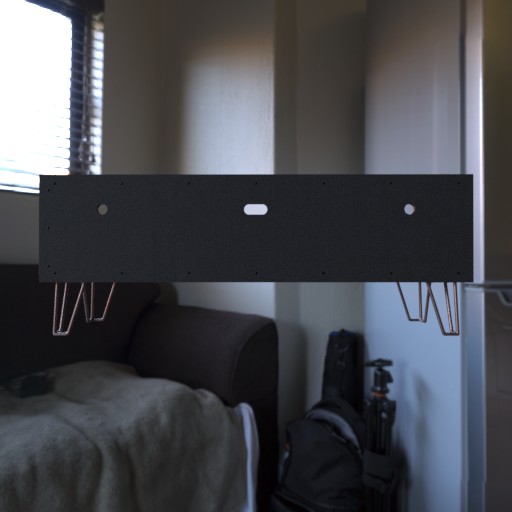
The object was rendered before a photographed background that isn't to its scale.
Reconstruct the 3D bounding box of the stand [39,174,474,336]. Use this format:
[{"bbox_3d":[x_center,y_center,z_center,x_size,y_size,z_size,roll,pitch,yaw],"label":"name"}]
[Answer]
[{"bbox_3d":[0.000,0.000,1.896,1.626,0.610,0.481,0,0,0],"label":"stand"}]
